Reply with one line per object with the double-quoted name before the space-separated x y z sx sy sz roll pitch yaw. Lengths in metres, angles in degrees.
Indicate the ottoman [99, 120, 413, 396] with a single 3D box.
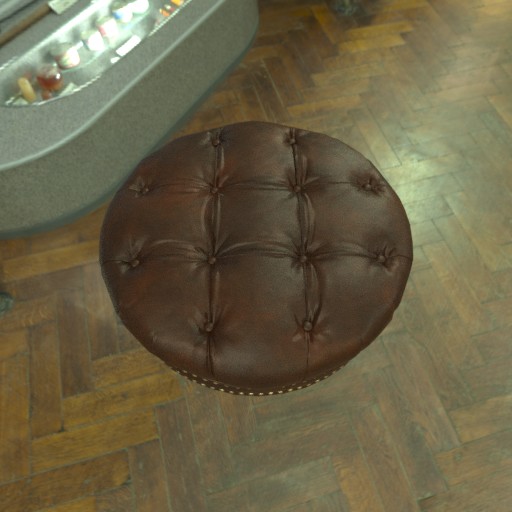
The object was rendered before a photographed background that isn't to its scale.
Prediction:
"ottoman" 0.000 0.000 1.406 0.901 0.455 0.901 0 59 0
